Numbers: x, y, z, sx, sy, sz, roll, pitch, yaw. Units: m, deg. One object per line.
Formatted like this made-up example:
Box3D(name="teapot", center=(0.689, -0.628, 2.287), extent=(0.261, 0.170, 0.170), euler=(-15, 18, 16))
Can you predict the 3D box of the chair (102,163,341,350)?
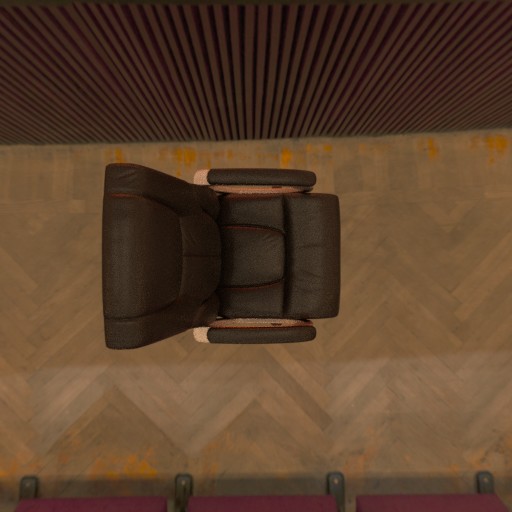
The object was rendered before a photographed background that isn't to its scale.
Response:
Box3D(name="chair", center=(0.000, 0.000, 1.651), extent=(0.780, 1.145, 0.700), euler=(0, 90, -1))
